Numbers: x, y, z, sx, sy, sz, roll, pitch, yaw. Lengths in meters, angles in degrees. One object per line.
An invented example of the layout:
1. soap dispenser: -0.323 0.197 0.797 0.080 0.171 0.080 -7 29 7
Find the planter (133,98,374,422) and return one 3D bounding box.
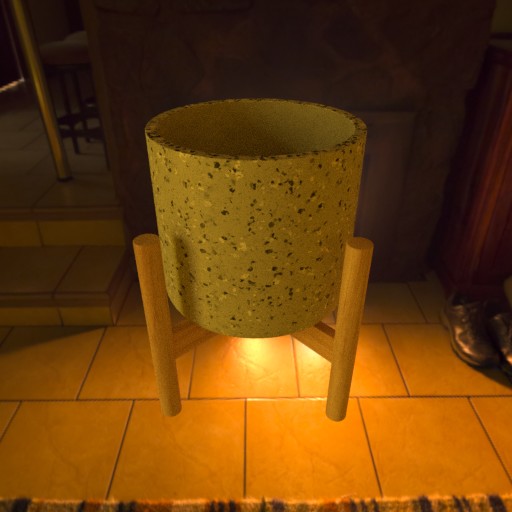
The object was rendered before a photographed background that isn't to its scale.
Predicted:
1. planter: 0.000 0.000 0.538 0.284 0.320 0.284 -11 34 -17
